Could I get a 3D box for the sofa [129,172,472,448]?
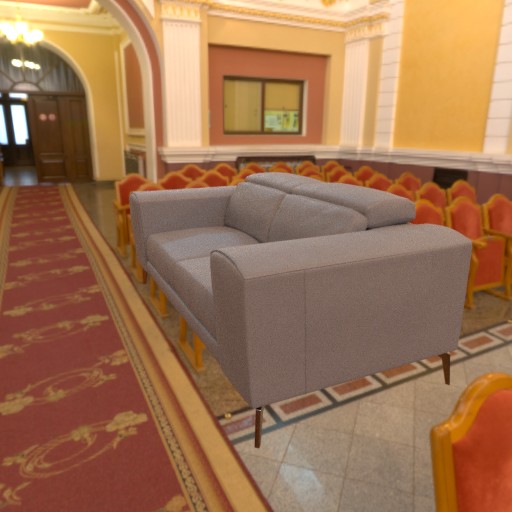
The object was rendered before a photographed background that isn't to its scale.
[{"bbox_3d":[0.000,0.000,2.384,1.003,0.779,1.895,-8,18,-24],"label":"sofa"}]
